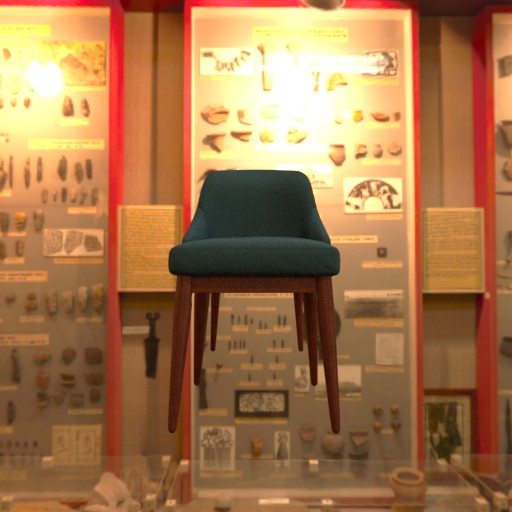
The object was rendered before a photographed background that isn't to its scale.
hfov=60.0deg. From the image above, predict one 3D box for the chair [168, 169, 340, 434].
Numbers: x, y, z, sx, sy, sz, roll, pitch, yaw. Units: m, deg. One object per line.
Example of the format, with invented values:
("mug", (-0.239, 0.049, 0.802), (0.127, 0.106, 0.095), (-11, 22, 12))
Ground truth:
("chair", (0.000, 0.000, 1.615), (0.584, 0.866, 1.114), (0, -1, 1))
